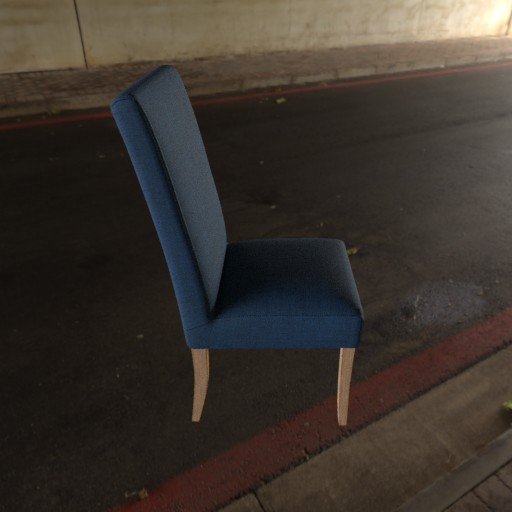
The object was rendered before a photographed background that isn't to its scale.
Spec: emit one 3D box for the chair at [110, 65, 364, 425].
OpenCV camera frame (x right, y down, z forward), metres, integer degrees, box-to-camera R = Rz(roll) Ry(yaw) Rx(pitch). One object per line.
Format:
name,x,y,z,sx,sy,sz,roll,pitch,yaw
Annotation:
chair,0.000,0.000,1.358,0.610,1.029,0.450,1,31,2
